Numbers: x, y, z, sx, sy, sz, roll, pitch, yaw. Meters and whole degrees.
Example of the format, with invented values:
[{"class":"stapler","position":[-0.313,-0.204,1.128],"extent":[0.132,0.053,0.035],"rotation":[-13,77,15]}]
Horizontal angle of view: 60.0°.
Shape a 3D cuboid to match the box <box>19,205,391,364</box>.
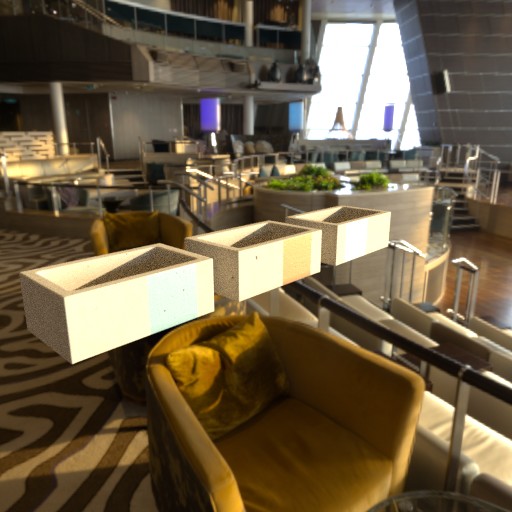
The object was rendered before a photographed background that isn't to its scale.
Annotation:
[{"class":"box","position":[0.000,0.000,0.492],"extent":[0.082,0.051,0.461],"rotation":[14,21,42]}]
